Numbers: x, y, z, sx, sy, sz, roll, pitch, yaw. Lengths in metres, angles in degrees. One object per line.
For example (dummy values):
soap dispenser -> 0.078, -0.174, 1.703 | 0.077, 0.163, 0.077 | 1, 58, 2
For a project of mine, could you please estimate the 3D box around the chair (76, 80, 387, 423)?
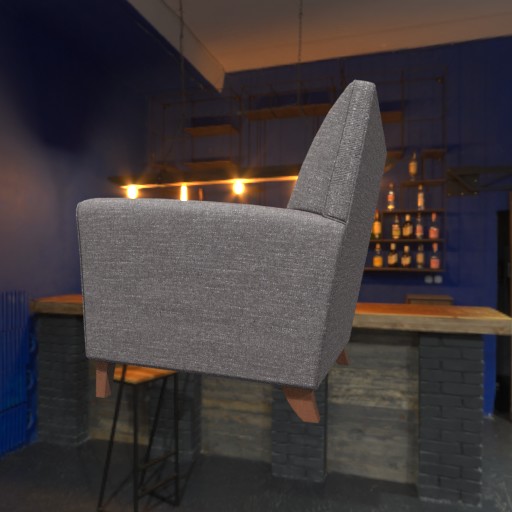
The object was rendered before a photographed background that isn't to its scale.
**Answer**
chair -> 0.000, 0.000, 1.589 | 0.875, 0.885, 0.838 | 0, 0, 19
